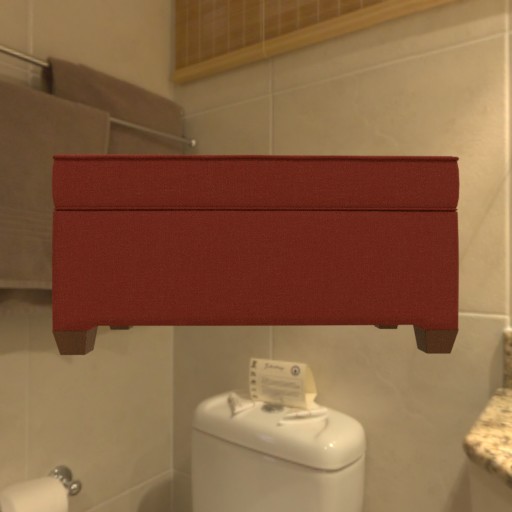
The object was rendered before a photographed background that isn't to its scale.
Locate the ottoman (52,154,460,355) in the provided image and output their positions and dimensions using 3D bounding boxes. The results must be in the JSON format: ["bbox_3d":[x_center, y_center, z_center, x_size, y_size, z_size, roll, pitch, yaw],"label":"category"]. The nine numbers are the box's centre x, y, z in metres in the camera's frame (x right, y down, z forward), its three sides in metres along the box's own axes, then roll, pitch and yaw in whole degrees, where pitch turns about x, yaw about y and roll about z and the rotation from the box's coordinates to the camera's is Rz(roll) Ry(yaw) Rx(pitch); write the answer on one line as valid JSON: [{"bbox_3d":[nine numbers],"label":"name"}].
[{"bbox_3d":[0.000,0.000,1.227,0.948,0.454,0.497,0,-1,-1],"label":"ottoman"}]
